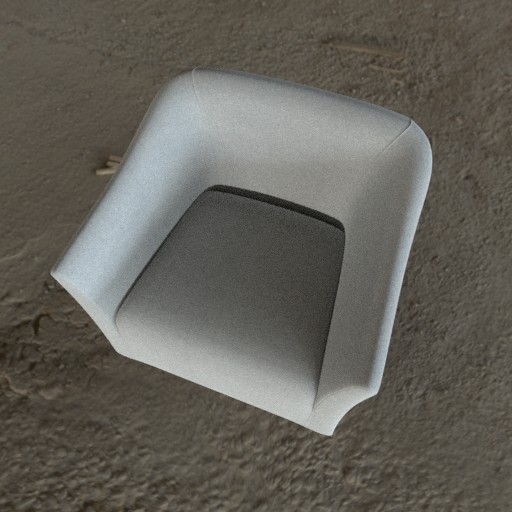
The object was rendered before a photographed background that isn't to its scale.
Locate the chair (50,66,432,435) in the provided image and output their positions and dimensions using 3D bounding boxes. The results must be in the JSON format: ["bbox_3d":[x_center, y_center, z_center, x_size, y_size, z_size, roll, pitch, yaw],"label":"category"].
[{"bbox_3d":[0.000,0.000,1.312,0.790,0.720,0.700,18,60,11],"label":"chair"}]
